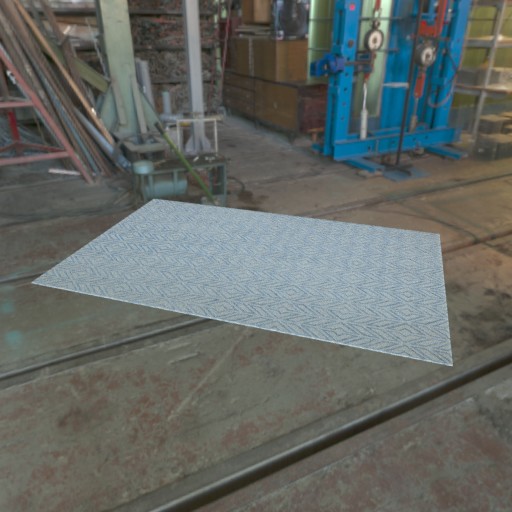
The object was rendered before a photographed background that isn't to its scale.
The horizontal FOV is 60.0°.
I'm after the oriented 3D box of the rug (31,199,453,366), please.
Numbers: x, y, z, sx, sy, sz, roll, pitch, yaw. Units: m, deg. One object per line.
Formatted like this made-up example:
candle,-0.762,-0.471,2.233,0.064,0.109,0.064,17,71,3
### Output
rug,0.000,0.000,3.063,2.441,0.008,1.526,9,29,16
